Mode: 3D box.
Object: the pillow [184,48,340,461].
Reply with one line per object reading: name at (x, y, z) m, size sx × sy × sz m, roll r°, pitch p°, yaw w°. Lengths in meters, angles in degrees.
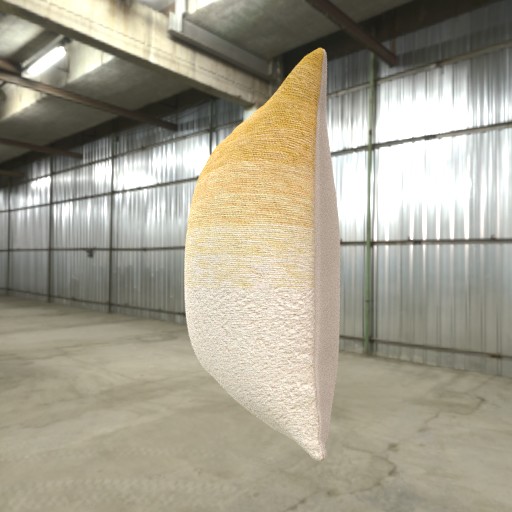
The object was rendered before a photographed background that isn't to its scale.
pillow at (0.000, 0.000, 0.683) m, size 0.211 × 0.450 × 0.450 m, roll 0°, pitch -1°, yaw -19°
